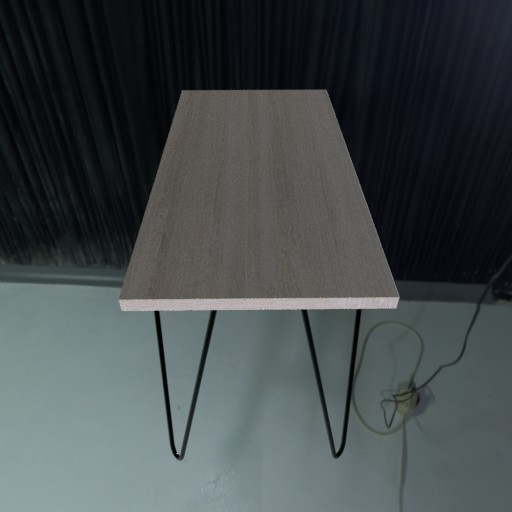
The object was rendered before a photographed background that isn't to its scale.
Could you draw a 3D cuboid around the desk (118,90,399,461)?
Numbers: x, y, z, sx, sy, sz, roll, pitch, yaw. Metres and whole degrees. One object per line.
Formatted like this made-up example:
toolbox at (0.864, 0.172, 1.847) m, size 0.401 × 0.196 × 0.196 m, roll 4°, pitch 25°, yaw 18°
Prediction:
desk at (0.000, 0.000, 1.376) m, size 0.499 × 0.660 × 0.991 m, roll 0°, pitch 41°, yaw -1°
